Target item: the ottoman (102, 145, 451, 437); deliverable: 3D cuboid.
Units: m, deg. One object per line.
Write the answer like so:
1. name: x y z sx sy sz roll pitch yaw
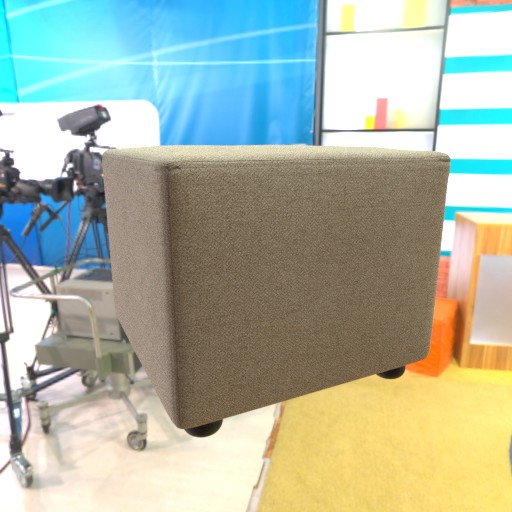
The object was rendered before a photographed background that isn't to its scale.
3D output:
1. ottoman: 0.000 0.000 0.891 0.508 0.432 0.508 -7 16 -26
